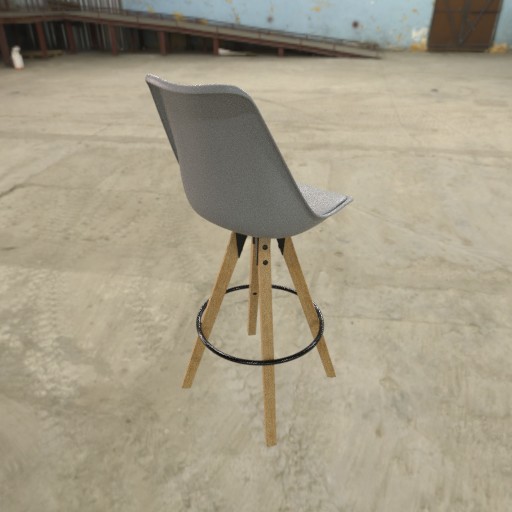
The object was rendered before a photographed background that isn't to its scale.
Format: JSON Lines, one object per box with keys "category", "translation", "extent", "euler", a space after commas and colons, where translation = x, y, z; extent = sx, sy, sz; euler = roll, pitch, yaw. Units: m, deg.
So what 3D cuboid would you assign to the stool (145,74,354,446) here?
{"category": "stool", "translation": [0.000, 0.000, 1.414], "extent": [0.485, 1.115, 0.550], "euler": [22, 36, 33]}
